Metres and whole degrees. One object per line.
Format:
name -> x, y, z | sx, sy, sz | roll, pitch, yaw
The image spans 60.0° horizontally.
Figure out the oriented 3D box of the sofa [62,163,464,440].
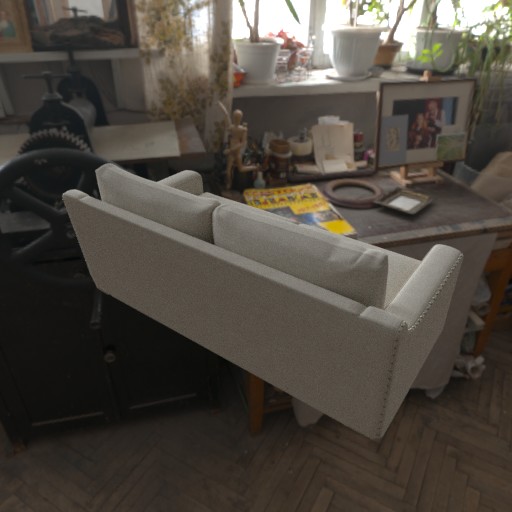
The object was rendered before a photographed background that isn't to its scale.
sofa -> 0.000, 0.000, 2.690 | 2.107, 0.983, 1.104 | 21, 38, 30
